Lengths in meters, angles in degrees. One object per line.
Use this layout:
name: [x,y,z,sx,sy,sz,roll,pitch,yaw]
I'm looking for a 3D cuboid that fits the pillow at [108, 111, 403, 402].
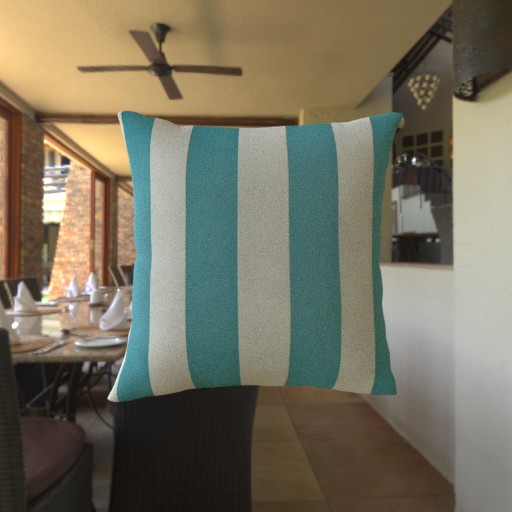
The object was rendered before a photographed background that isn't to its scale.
pillow: [0.000,0.000,0.813,0.536,0.526,0.189,0,0,-1]
